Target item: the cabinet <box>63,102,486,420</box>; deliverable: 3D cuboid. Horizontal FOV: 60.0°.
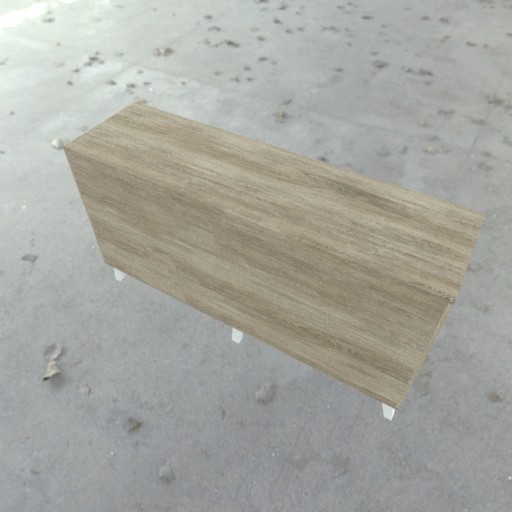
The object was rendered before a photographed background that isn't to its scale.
[{"bbox_3d":[0.000,0.000,2.009,1.600,0.870,0.450,23,51,21],"label":"cabinet"}]
